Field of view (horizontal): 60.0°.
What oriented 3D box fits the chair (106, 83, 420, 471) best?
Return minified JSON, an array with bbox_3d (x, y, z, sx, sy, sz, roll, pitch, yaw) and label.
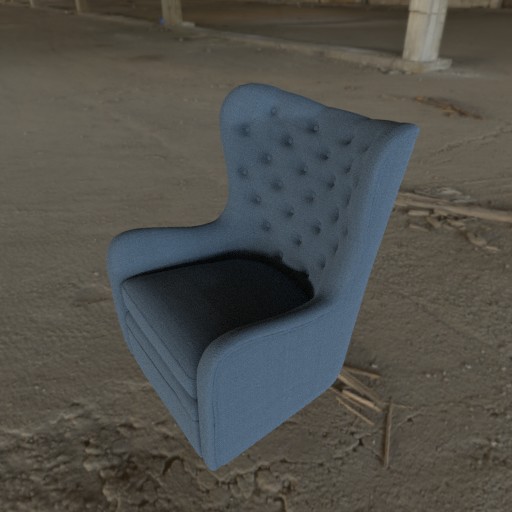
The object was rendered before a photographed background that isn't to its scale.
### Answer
[{"bbox_3d":[0.000,0.000,1.693,0.930,1.079,0.831,-21,38,-30],"label":"chair"}]
